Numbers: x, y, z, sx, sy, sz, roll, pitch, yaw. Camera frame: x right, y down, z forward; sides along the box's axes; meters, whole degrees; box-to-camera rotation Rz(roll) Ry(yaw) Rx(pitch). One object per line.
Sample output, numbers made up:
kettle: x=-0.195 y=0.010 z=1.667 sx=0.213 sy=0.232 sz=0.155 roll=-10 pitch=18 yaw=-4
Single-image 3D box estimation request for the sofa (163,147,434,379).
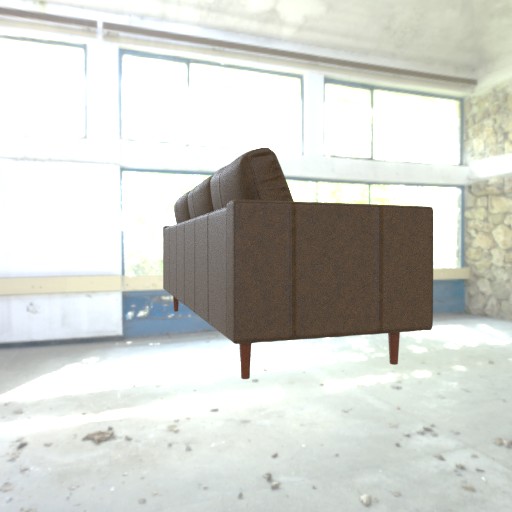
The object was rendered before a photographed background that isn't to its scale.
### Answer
sofa: x=0.000 y=0.000 z=2.783 sx=0.903 sy=0.930 sz=2.231 roll=0 pitch=1 yaw=-18
